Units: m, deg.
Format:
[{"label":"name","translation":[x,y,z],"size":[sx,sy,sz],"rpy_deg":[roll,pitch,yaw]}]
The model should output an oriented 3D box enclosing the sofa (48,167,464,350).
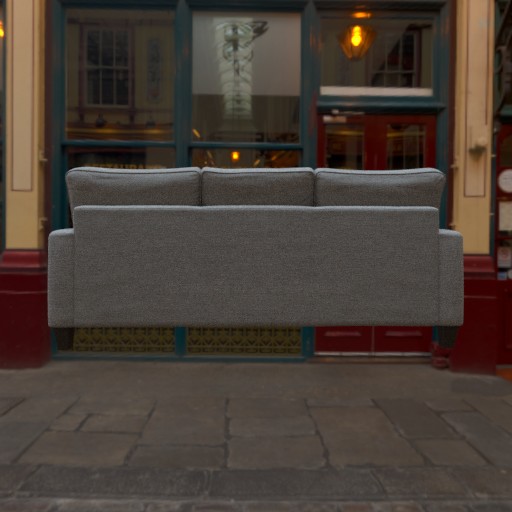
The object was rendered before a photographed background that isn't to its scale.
[{"label":"sofa","translation":[0.000,0.000,2.720],"size":[2.158,0.965,0.951],"rpy_deg":[0,0,-1]}]
